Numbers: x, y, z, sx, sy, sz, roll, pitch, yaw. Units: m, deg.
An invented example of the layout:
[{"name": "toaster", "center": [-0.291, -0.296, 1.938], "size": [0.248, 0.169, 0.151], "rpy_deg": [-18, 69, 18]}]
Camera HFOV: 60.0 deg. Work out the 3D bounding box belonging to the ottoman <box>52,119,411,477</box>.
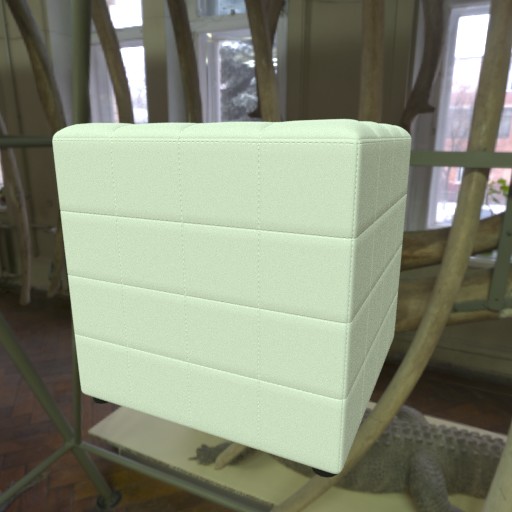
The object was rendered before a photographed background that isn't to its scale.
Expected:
[{"name": "ottoman", "center": [0.000, 0.000, 0.754], "size": [0.425, 0.432, 0.425], "rpy_deg": [7, 17, 24]}]
